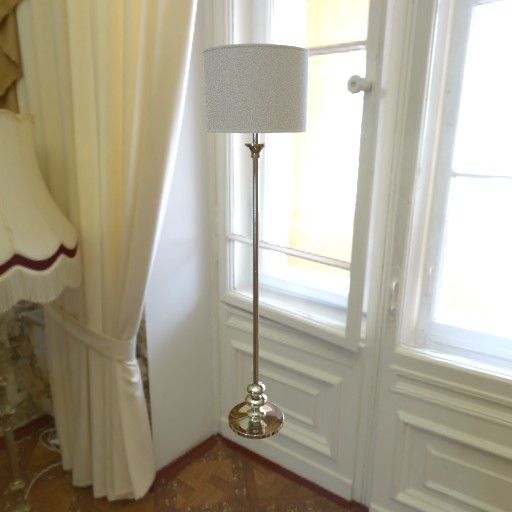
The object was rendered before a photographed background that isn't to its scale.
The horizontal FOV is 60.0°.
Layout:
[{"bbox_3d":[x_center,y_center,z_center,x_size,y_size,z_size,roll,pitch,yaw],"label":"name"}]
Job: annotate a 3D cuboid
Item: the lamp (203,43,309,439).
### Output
[{"bbox_3d":[0.000,0.000,1.702,0.356,1.487,0.356,-3,17,-9],"label":"lamp"}]
